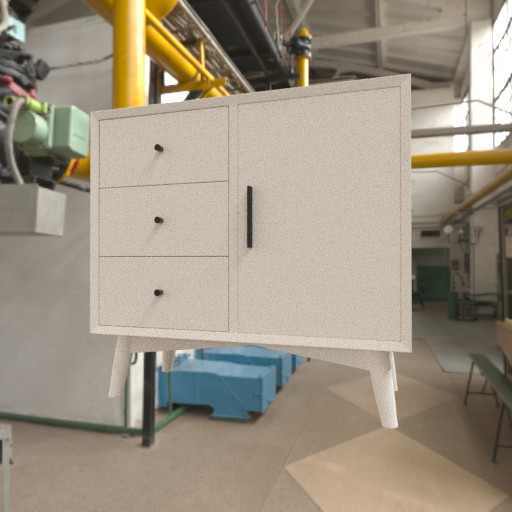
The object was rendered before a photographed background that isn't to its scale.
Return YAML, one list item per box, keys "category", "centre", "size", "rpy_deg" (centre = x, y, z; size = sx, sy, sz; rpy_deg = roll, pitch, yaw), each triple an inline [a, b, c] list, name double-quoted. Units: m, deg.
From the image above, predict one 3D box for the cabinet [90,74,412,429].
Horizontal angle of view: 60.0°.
- category: "cabinet"
  centre: [0.000, 0.000, 1.226]
  size: [0.800, 0.761, 0.398]
  rpy_deg: [0, 0, 18]
